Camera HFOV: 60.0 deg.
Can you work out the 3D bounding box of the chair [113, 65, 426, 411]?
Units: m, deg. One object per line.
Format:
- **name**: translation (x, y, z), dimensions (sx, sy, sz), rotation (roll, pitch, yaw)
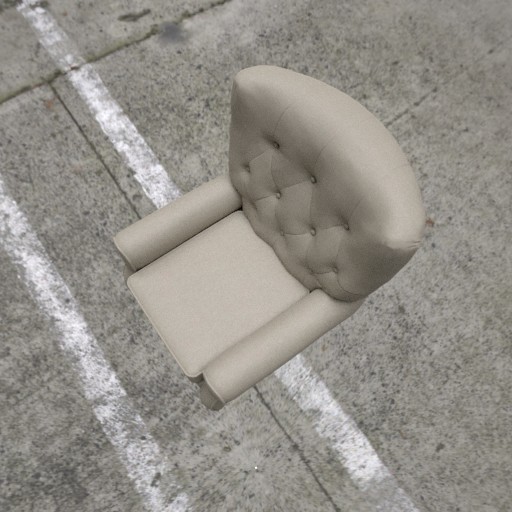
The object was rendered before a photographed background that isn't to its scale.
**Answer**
- **chair**: translation (0.000, 0.000, 1.921), dimensions (1.059, 1.158, 0.943), rotation (-33, 69, -15)
